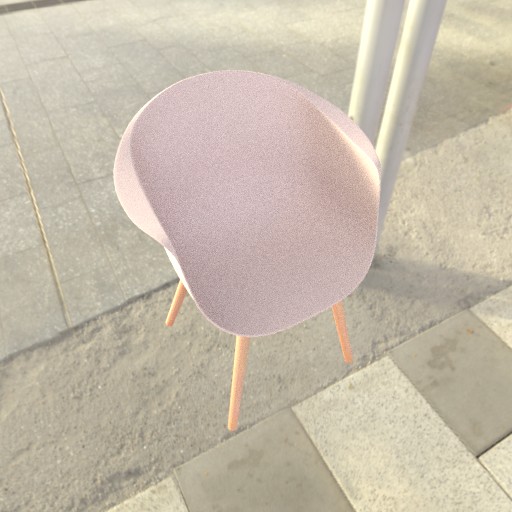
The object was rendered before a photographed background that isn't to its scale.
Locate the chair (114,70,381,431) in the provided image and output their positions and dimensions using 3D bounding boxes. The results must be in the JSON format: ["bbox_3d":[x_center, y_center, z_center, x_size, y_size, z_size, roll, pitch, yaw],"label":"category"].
[{"bbox_3d":[0.000,0.000,1.170,0.593,0.781,0.504,-23,50,-21],"label":"chair"}]
